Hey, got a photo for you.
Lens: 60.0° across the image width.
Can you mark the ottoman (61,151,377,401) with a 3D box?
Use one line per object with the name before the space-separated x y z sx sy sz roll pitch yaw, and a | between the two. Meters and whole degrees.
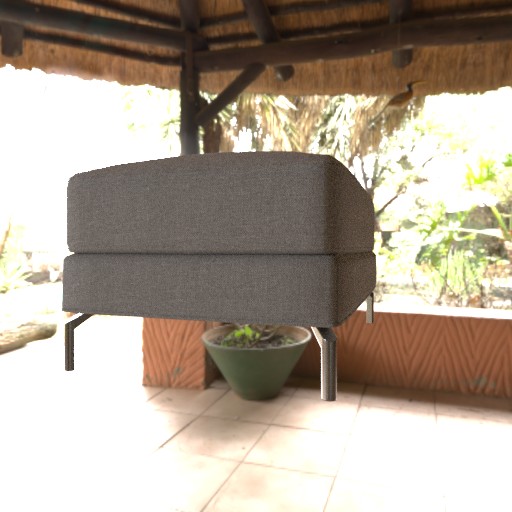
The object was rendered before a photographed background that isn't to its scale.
ottoman | 0.000 0.000 1.189 0.584 0.457 0.838 0 1 19
